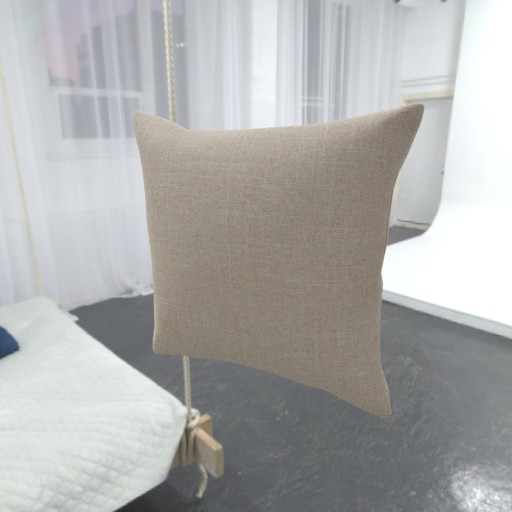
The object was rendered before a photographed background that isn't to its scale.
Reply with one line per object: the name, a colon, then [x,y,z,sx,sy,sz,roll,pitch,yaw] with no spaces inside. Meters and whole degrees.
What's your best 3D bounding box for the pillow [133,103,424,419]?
pillow: [0.000,0.000,0.627,0.414,0.399,0.173,8,17,27]
